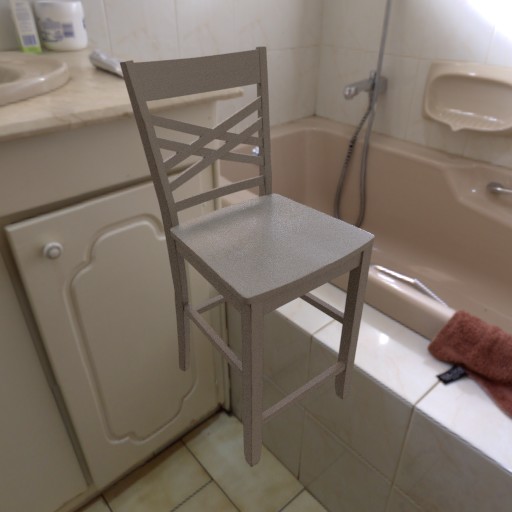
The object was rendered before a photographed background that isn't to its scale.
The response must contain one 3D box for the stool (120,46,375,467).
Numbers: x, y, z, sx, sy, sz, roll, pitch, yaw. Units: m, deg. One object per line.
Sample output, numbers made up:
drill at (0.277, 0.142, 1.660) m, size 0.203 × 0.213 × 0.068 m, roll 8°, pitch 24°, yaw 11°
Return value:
stool at (0.000, 0.000, 1.341) m, size 0.462 × 1.079 × 0.539 m, roll -23°, pitch 39°, yaw -32°
